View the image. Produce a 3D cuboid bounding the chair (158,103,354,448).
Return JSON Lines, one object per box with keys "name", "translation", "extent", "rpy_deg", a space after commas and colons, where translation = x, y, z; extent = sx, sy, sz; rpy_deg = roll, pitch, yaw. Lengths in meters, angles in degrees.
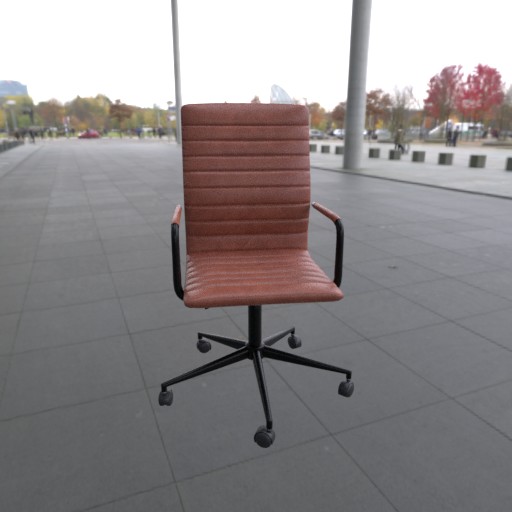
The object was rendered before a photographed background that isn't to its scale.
{"name": "chair", "translation": [0.000, 0.000, 1.298], "extent": [0.600, 0.878, 0.578], "rpy_deg": [-2, 16, -7]}
